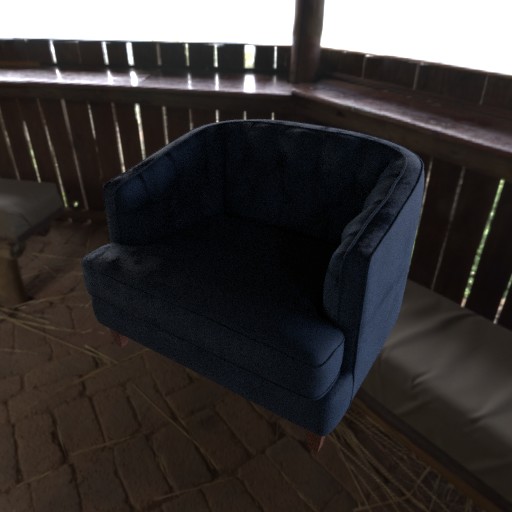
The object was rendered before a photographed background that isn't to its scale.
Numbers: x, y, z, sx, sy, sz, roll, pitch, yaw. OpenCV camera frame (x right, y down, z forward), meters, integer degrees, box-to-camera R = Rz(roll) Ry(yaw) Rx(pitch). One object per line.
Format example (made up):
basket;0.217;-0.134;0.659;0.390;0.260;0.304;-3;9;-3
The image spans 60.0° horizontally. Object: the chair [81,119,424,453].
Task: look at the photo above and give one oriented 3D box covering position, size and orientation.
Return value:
chair;0.000;0.000;1.767;1.094;0.852;0.940;18;35;28
